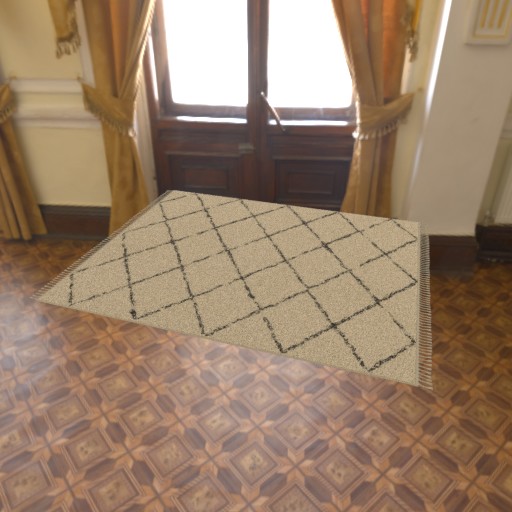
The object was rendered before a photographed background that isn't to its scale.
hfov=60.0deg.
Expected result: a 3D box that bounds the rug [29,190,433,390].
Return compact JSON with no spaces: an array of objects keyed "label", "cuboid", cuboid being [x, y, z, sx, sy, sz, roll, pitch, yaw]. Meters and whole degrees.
[{"label":"rug","cuboid":[0.000,0.000,4.095,3.051,0.013,2.380,9,32,15]}]
